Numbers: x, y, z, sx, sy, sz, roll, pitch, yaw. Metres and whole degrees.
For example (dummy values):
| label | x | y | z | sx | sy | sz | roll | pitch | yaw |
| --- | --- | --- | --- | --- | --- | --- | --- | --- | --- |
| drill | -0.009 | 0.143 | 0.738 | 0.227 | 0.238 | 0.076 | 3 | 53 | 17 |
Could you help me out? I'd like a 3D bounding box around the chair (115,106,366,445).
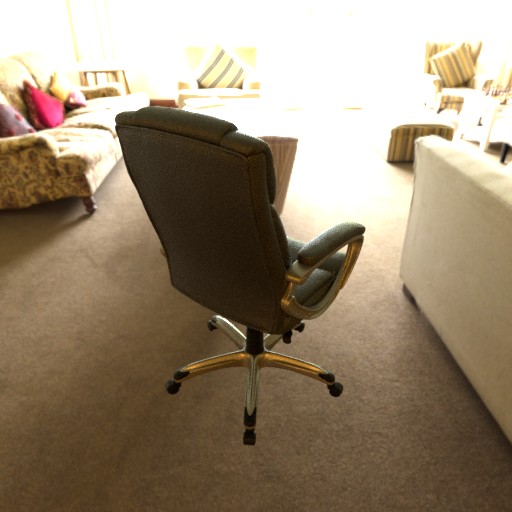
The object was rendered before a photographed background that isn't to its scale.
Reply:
| label | x | y | z | sx | sy | sz | roll | pitch | yaw |
| --- | --- | --- | --- | --- | --- | --- | --- | --- | --- |
| chair | 0.000 | 0.000 | 1.613 | 0.721 | 1.130 | 0.719 | 22 | 37 | 33 |
